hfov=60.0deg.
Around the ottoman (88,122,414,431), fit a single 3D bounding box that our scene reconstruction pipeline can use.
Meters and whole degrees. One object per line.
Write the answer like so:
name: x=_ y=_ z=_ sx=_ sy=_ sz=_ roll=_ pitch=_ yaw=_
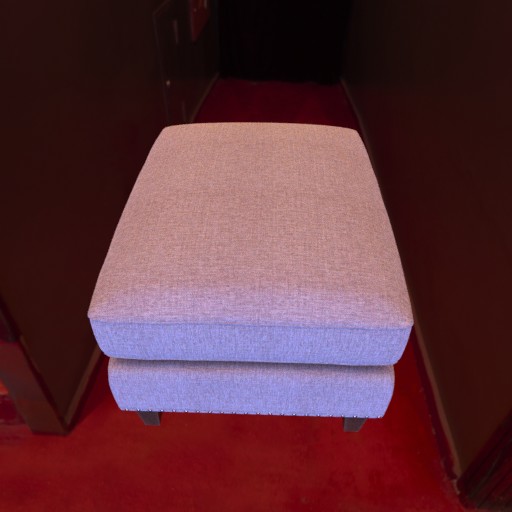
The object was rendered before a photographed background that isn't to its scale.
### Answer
ottoman: x=0.000 y=0.000 z=1.143 sx=0.584 sy=0.513 sz=0.741 roll=1 pitch=42 yaw=1
